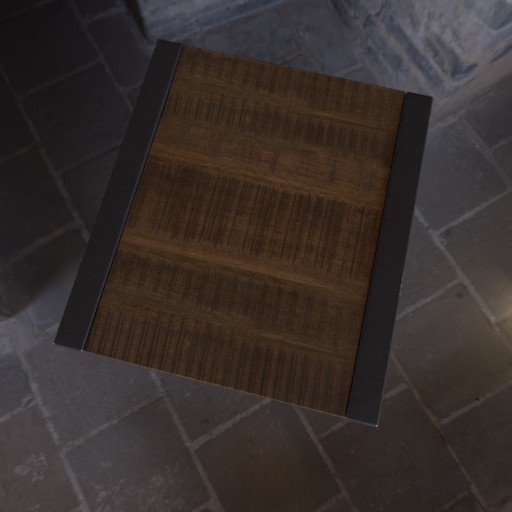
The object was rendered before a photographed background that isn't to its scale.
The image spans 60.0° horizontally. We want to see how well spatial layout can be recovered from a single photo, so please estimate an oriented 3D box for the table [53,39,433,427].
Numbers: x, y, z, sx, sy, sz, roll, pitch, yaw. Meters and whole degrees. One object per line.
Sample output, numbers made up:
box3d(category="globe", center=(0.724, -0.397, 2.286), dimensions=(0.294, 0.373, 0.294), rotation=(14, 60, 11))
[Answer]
box3d(category="table", center=(0.000, 0.000, 0.913), dimensions=(0.449, 0.550, 0.500), rotation=(13, 77, 3))
